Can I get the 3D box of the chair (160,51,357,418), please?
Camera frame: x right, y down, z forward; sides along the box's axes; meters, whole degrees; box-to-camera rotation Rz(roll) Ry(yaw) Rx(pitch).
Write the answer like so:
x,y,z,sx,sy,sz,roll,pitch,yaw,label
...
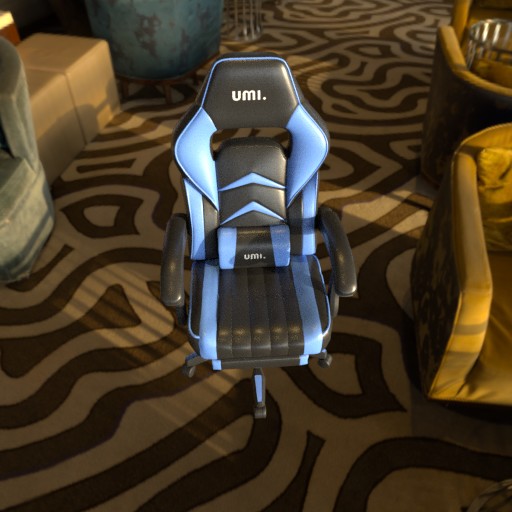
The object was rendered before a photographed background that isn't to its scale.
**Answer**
x,y,z,sx,sy,sz,roll,pitch,yaw,label
0.000,0.000,1.686,0.700,1.280,0.700,-3,45,-3,chair
